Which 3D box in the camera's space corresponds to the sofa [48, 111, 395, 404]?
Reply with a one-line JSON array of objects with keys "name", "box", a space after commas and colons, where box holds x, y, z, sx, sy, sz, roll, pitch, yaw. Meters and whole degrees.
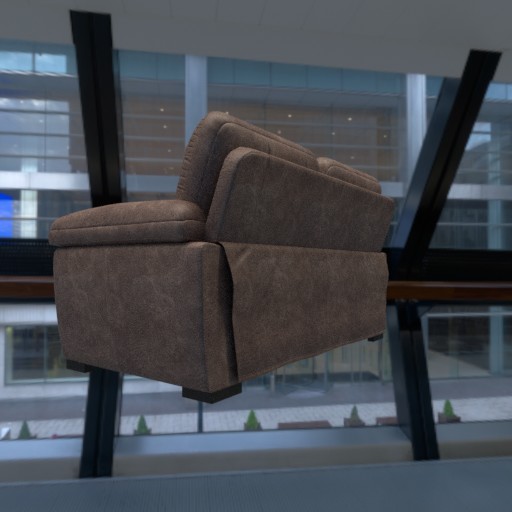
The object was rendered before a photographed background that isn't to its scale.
[{"name": "sofa", "box": [0.000, 0.000, 2.322, 0.991, 0.991, 1.753, -1, -1, 36]}]
